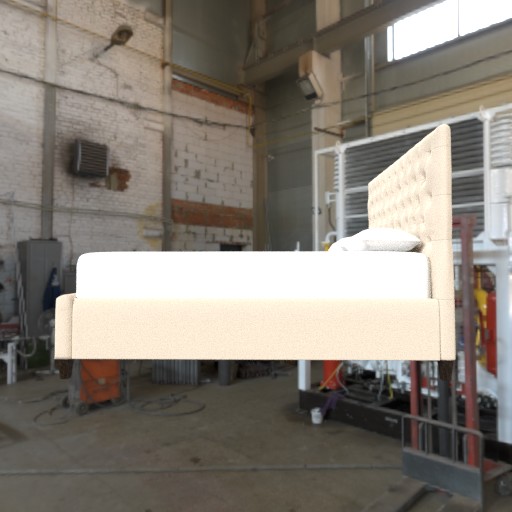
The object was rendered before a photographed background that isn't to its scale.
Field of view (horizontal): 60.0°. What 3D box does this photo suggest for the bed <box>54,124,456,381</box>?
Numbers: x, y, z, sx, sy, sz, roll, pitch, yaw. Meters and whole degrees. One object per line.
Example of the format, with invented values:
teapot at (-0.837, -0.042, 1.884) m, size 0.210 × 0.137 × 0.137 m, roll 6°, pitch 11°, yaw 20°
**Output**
bed at (0.000, 0.000, 3.296) m, size 2.233 × 1.426 × 1.696 m, roll 0°, pitch -2°, yaw 1°
